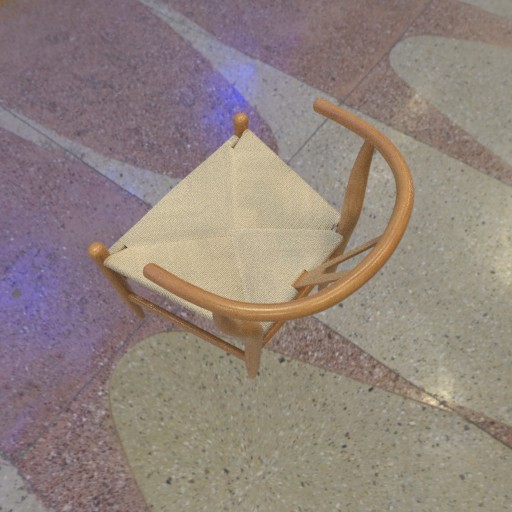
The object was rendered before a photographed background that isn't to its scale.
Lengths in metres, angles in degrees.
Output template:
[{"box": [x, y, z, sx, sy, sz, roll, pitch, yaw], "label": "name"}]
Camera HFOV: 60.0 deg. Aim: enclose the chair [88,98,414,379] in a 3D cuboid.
[{"box": [0.000, 0.000, 1.143, 0.579, 0.730, 0.569, 36, 69, 17], "label": "chair"}]
